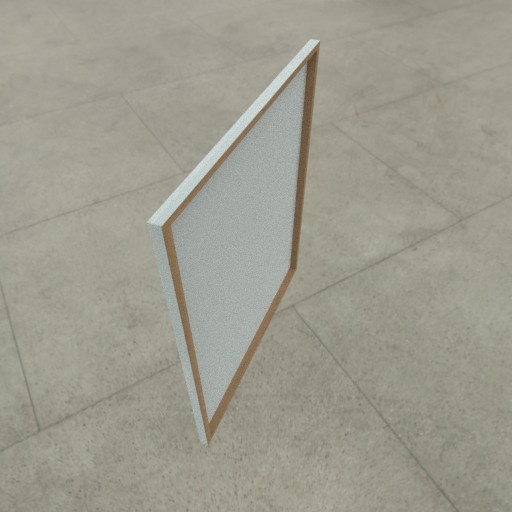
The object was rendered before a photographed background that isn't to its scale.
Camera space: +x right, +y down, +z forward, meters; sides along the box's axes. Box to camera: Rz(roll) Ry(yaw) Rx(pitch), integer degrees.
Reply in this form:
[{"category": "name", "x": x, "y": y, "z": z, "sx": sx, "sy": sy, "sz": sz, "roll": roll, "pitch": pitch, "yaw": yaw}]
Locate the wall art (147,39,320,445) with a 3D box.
[{"category": "wall art", "x": 0.000, "y": 0.000, "z": 0.983, "sx": 0.021, "sy": 0.710, "sz": 0.609, "roll": 18, "pitch": 49, "yaw": 16}]
